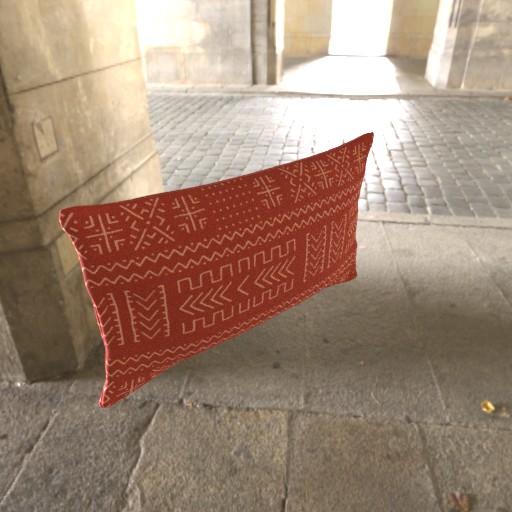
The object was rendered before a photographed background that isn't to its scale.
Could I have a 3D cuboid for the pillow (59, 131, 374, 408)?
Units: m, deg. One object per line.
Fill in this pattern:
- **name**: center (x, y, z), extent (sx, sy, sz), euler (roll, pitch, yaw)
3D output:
- **pillow**: center (0.000, 0.000, 0.806), extent (0.640, 0.352, 0.130), euler (-22, 36, -34)
